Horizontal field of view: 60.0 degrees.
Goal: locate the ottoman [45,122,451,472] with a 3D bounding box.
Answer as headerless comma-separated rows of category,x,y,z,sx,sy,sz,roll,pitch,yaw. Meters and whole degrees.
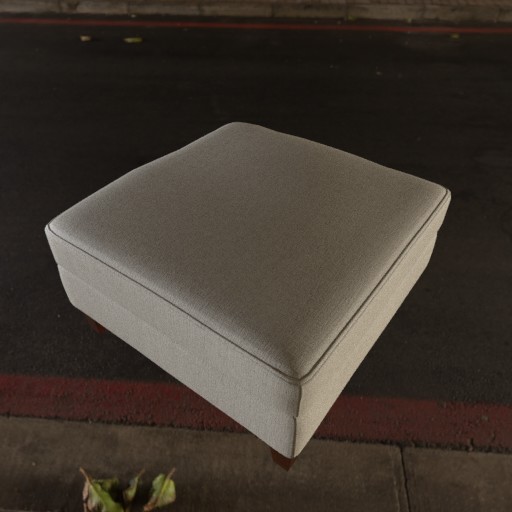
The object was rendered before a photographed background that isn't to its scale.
ottoman,0.000,0.000,1.342,0.838,0.478,0.838,26,47,27
